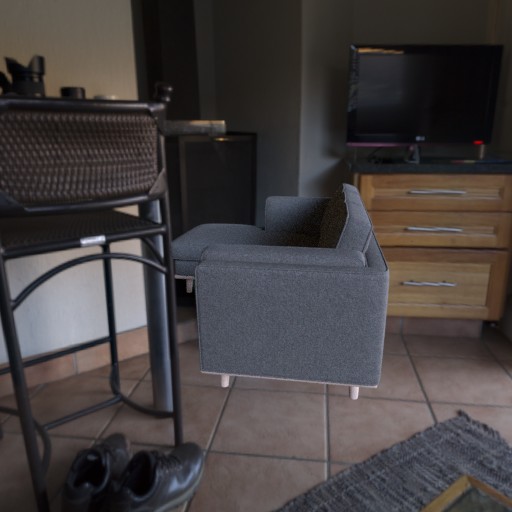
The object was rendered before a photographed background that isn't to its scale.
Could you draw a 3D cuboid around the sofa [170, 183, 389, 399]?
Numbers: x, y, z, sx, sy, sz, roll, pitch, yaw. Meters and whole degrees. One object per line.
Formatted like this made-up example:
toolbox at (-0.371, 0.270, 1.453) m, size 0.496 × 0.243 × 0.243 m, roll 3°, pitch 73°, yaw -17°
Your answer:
sofa at (0.000, 0.000, 3.230) m, size 1.604 × 0.929 × 2.411 m, roll 3°, pitch 15°, yaw 10°
